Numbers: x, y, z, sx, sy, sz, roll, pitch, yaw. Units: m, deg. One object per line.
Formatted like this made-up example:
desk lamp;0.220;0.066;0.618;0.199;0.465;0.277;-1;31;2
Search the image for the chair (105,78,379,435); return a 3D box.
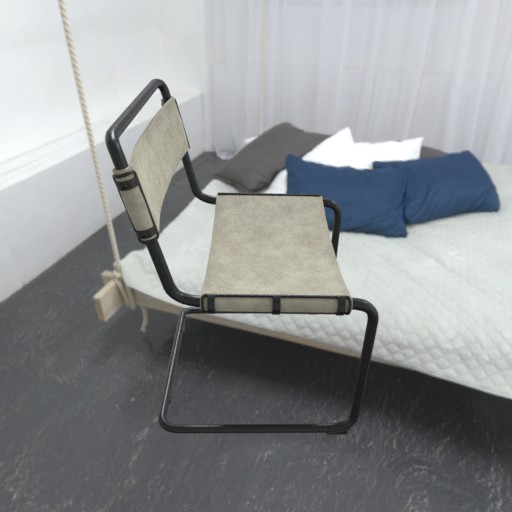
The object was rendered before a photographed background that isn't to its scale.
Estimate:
chair;0.000;0.000;1.085;0.497;0.747;0.499;0;33;0
